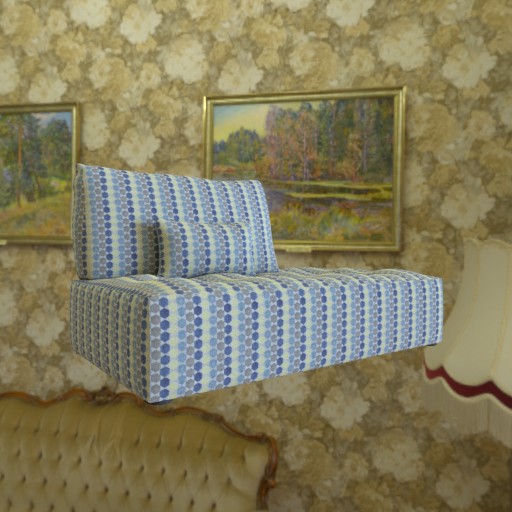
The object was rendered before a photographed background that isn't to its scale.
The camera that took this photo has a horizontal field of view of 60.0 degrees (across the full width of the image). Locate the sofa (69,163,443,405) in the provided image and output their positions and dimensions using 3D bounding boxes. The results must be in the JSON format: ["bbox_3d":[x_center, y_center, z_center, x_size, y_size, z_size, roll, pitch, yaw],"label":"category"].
[{"bbox_3d":[0.000,0.000,2.013,1.450,0.820,1.000,0,1,-36],"label":"sofa"}]
